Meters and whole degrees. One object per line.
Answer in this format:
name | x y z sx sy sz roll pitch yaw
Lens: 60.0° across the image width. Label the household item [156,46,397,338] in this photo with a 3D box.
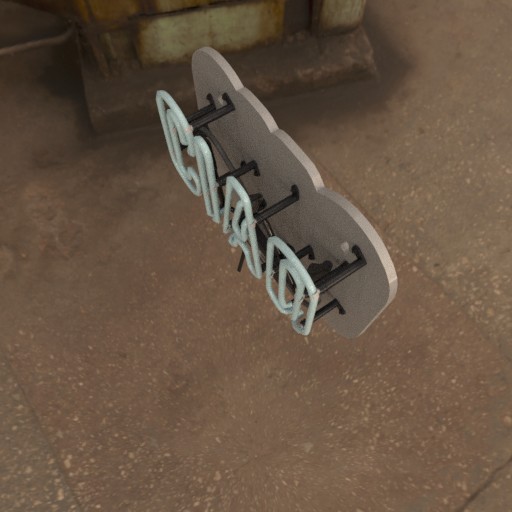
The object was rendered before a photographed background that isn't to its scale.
household item | 0.000 0.000 0.378 0.042 0.294 0.211 -32 69 -13
